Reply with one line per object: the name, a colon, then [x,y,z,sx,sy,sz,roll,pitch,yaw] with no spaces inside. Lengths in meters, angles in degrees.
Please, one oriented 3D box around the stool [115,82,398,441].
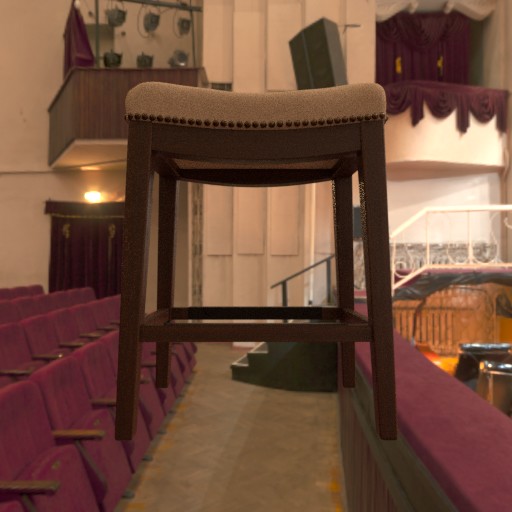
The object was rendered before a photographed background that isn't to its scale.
stool: [0.000,0.000,0.979,0.509,0.669,0.363,0,-1,0]
